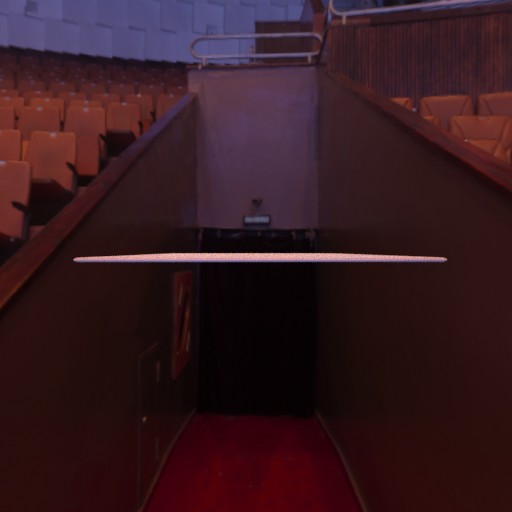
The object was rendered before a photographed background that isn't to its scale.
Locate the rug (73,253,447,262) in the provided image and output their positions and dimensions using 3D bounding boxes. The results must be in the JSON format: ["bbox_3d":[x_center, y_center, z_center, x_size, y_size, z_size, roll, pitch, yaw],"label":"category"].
[{"bbox_3d":[0.000,0.000,2.094,1.078,0.013,1.678,0,1,-1],"label":"rug"}]
